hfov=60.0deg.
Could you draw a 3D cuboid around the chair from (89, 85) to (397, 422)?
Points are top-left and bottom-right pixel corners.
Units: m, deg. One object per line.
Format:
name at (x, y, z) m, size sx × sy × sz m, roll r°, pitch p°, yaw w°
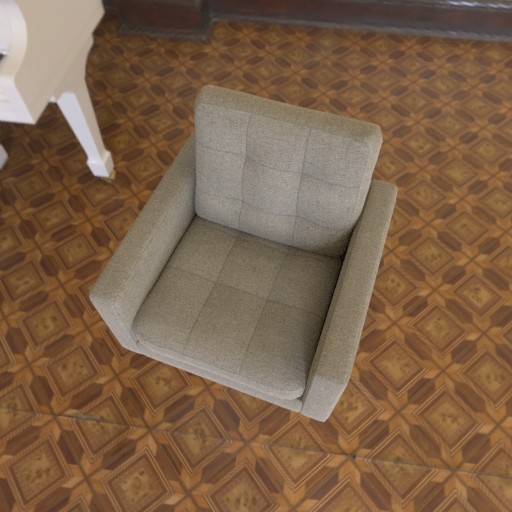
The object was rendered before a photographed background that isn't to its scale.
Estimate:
chair at (0.000, 0.000, 1.583) m, size 0.821 × 0.880 × 0.843 m, roll 17°, pitch 59°, yaw 11°
